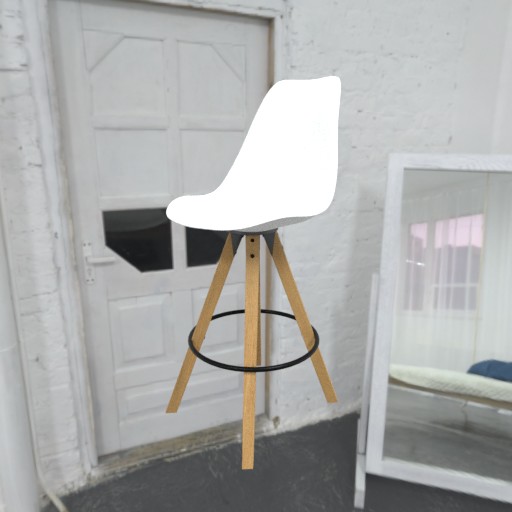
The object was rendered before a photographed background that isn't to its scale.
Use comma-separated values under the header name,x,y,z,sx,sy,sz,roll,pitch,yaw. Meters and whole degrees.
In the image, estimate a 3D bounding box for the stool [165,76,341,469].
name,x,y,z,sx,sy,sz,roll,pitch,yaw
stool,0.000,0.000,1.444,0.482,1.115,0.549,15,22,41
